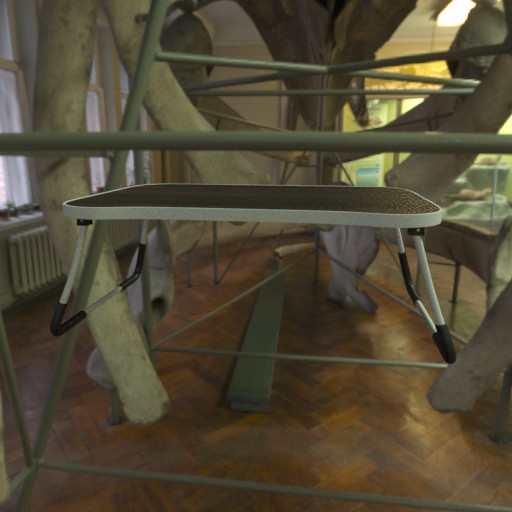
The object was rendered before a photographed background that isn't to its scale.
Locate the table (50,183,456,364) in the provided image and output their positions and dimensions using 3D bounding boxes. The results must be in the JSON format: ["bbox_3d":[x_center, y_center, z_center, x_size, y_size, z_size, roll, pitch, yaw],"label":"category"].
[{"bbox_3d":[0.000,0.000,0.844,0.660,0.232,0.400,2,15,8],"label":"table"}]
